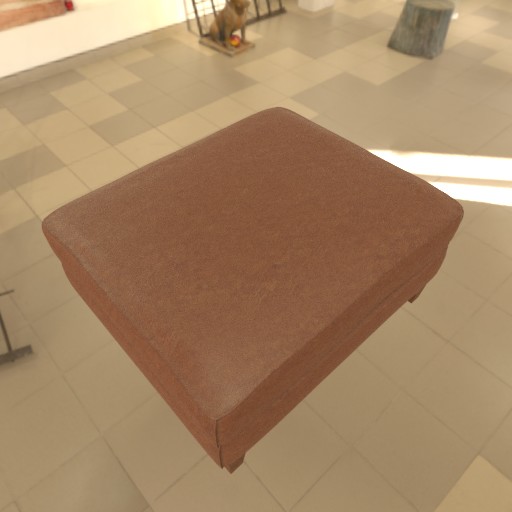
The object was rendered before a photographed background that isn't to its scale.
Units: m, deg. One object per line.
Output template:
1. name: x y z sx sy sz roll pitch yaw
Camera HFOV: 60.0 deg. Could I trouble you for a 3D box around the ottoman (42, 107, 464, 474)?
1. ottoman: 0.000 0.000 1.428 0.987 0.472 0.836 -34 56 -27
